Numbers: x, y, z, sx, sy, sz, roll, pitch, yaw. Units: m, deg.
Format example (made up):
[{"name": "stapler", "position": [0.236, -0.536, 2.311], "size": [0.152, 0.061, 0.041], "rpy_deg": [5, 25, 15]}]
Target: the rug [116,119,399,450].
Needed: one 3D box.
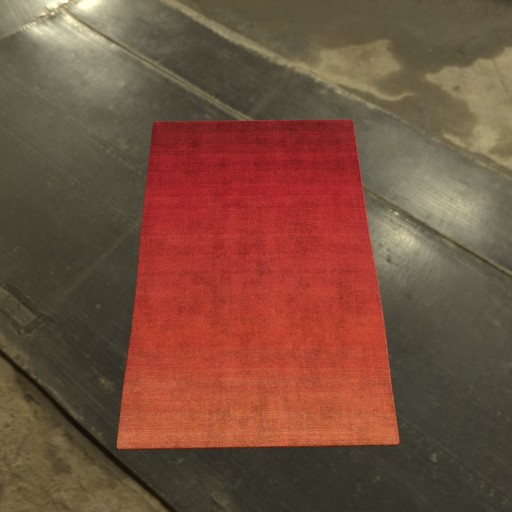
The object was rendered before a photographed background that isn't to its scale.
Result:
[{"name": "rug", "position": [0.000, 0.000, 2.305], "size": [1.230, 0.018, 1.835], "rpy_deg": [-1, 64, 0]}]
